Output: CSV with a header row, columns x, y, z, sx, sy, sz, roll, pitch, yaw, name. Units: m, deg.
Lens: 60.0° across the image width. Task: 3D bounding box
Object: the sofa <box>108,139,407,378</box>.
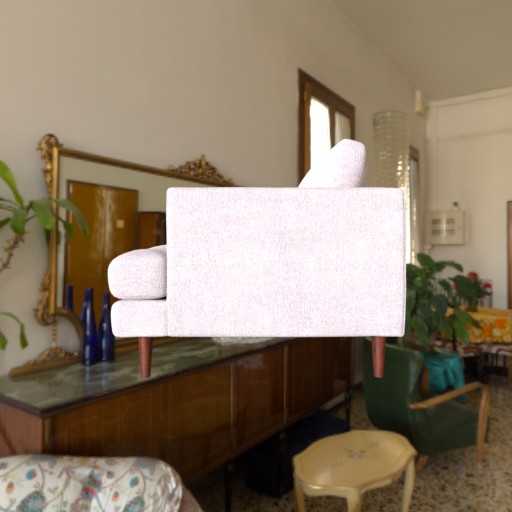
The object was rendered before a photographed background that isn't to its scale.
x,y,z,sx,sy,sz,roll,pitch,yaw,name
0.000,0.000,2.465,1.020,0.868,1.948,0,0,0,sofa
